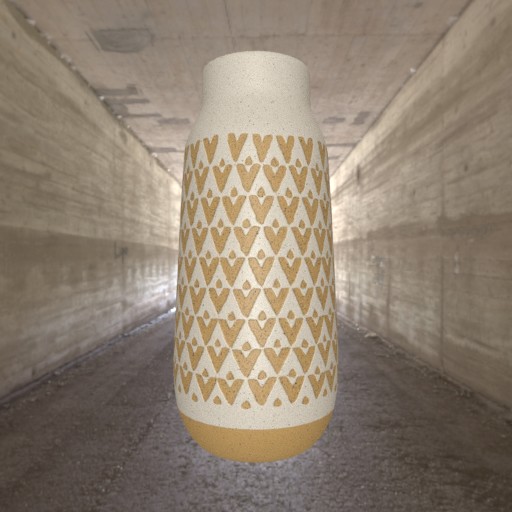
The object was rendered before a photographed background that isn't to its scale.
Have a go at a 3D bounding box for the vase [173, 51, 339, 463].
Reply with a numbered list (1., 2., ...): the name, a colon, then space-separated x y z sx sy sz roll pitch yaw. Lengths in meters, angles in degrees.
1. vase: 0.000 0.000 0.375 0.137 0.307 0.137 0 0 0
